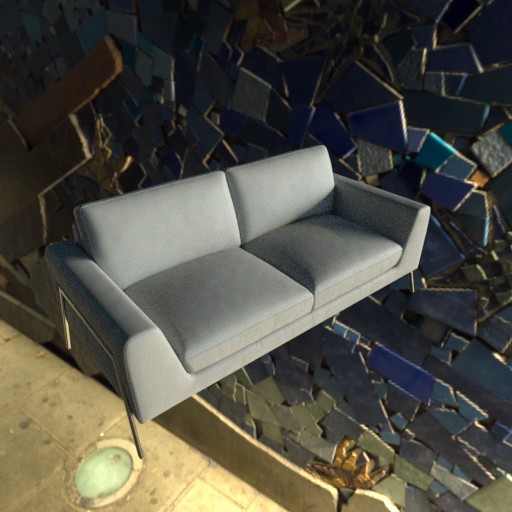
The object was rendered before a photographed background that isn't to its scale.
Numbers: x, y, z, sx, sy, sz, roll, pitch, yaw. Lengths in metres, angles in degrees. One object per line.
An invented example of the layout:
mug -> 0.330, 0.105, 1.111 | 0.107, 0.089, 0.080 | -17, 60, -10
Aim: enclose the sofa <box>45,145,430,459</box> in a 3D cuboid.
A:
sofa -> 0.000, 0.000, 2.540 | 2.017, 0.875, 0.953 | -22, 36, -33
